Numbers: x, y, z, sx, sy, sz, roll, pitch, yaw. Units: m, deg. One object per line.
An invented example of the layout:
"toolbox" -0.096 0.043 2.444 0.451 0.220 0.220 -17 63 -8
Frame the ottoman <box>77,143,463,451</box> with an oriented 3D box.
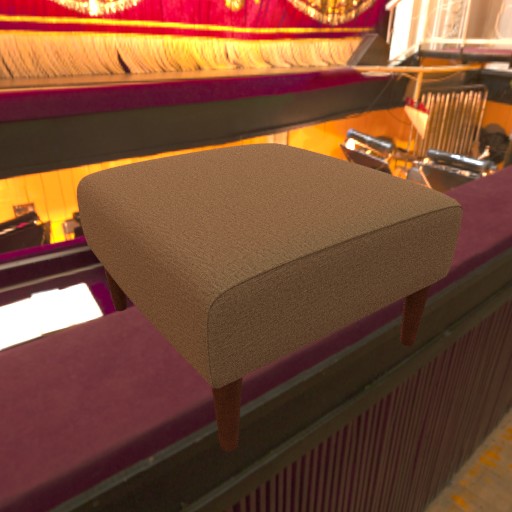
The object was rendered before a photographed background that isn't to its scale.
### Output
"ottoman" 0.000 0.000 1.062 0.649 0.398 0.650 -18 32 -31
